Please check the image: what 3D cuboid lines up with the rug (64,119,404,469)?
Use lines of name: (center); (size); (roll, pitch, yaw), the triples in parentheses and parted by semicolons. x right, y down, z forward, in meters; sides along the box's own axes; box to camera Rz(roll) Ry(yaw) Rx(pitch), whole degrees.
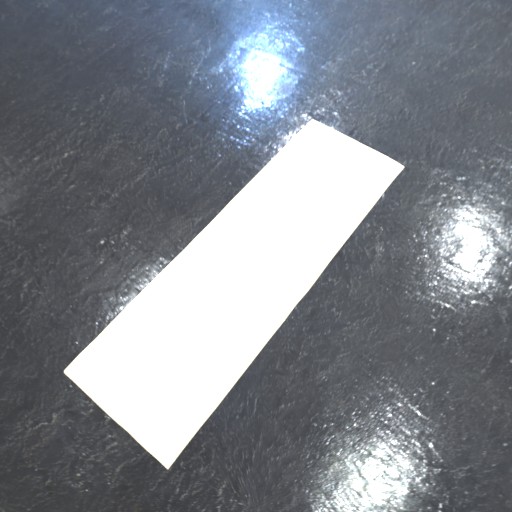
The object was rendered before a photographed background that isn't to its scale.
rug: (0.000, 0.000, 2.777); (0.793, 0.014, 2.450); (34, 66, 18)
